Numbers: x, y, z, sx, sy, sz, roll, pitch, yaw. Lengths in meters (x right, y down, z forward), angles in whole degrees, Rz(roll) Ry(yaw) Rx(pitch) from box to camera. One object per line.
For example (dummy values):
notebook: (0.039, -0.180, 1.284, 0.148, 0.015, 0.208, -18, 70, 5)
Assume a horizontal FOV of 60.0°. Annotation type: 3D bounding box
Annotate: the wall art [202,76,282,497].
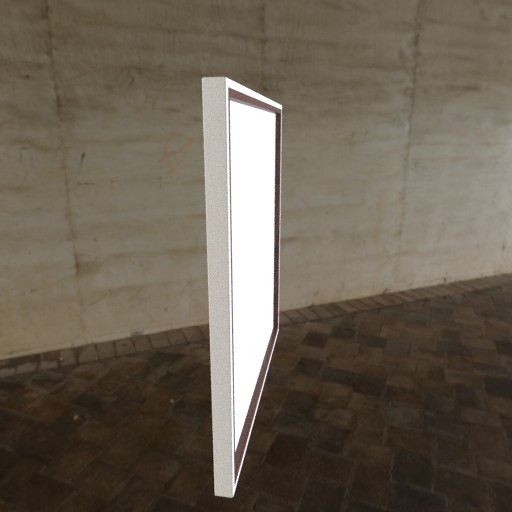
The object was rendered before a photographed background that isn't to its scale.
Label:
wall art: (0.000, 0.000, 1.483, 0.049, 1.009, 1.009, 3, 16, 9)
